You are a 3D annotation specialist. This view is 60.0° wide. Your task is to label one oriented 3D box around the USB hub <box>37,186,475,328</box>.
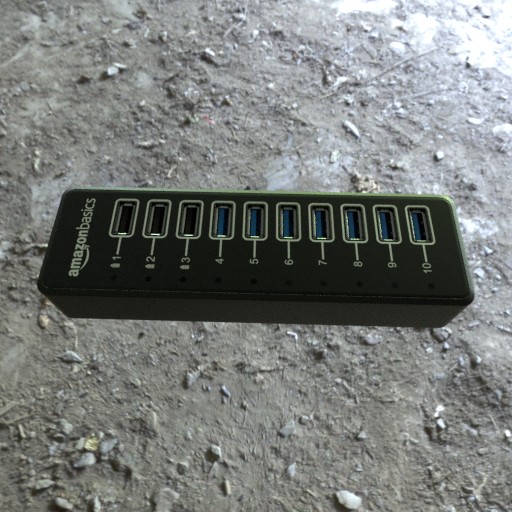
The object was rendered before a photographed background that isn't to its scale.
[{"bbox_3d":[0.000,0.000,0.164,0.145,0.023,0.044,1,62,1],"label":"USB hub"}]
